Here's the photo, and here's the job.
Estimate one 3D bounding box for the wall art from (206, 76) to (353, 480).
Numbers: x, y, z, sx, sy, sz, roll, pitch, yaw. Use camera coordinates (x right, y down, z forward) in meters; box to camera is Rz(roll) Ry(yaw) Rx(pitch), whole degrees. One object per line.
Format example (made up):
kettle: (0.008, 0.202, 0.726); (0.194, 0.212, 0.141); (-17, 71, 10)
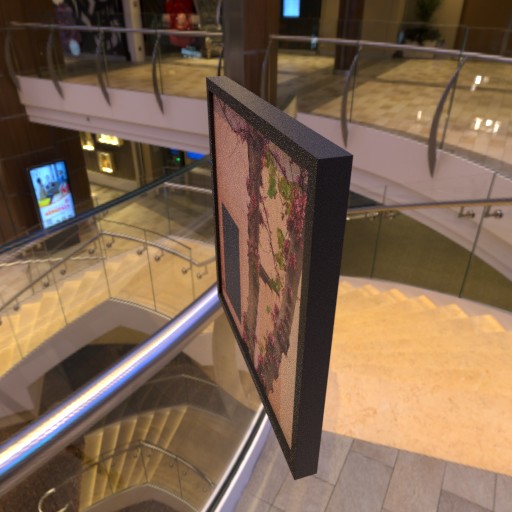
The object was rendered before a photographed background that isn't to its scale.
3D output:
wall art: (0.000, 0.000, 0.764); (0.038, 0.508, 0.508); (-9, 32, -15)
